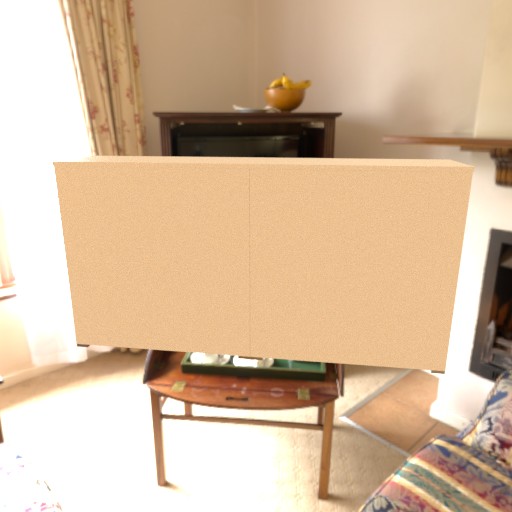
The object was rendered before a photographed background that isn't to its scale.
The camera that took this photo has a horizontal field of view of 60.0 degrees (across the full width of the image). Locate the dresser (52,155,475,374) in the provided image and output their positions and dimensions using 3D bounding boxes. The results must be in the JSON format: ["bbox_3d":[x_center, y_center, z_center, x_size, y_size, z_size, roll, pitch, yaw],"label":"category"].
[{"bbox_3d":[0.000,0.000,1.867,1.535,0.790,0.333,2,17,8],"label":"dresser"}]
